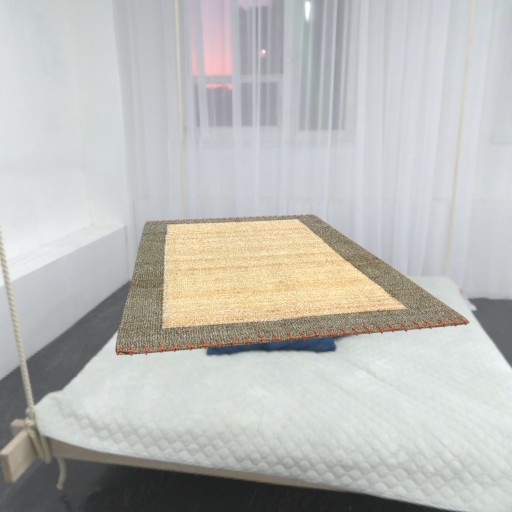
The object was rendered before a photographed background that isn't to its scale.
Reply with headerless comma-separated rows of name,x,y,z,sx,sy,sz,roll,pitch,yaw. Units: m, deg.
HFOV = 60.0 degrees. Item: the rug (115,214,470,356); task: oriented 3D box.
rug,0.000,0.000,2.299,1.220,0.019,1.838,-3,18,-10
